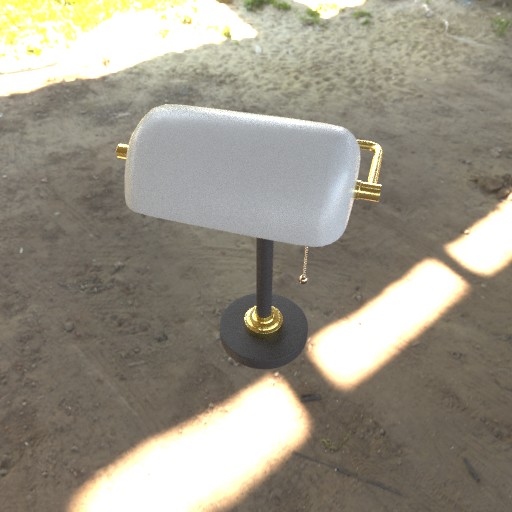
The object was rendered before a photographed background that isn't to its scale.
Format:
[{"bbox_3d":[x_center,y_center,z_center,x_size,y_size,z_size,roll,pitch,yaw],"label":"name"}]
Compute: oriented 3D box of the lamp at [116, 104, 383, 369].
[{"bbox_3d":[0.000,0.000,0.570,0.269,0.404,0.227,12,42,13],"label":"lamp"}]
